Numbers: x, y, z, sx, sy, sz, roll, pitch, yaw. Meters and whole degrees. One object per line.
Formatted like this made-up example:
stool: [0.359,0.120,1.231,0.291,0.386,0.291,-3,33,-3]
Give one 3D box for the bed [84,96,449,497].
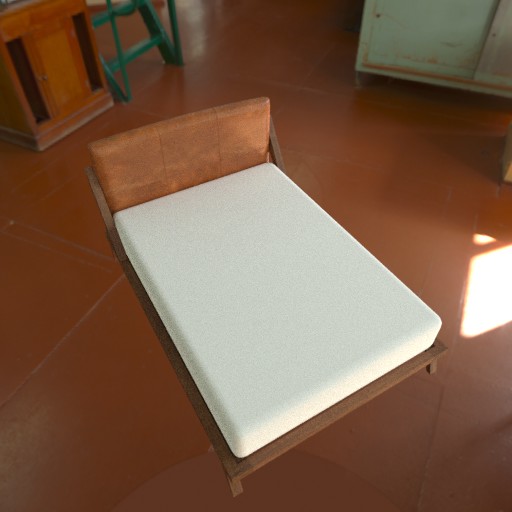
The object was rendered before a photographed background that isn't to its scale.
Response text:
bed: [0.000,0.000,3.179,1.651,1.168,2.311,-22,49,-21]
